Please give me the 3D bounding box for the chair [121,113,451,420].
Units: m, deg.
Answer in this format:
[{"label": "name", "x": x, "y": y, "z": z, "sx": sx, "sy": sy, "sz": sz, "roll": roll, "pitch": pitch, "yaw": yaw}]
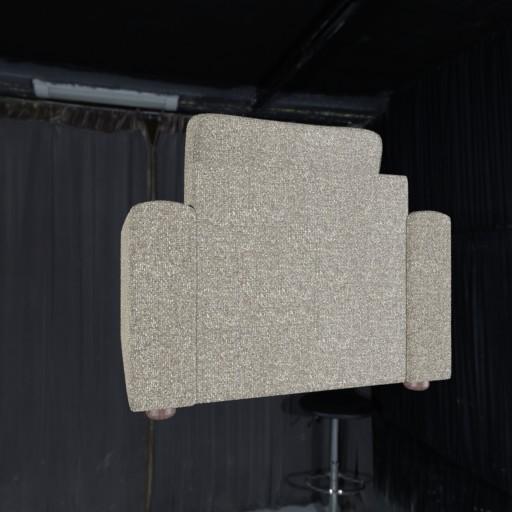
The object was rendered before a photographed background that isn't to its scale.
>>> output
[{"label": "chair", "x": 0.000, "y": 0.000, "z": 1.751, "sx": 1.005, "sy": 0.873, "sz": 1.016, "roll": 0, "pitch": 0, "yaw": -18}]
